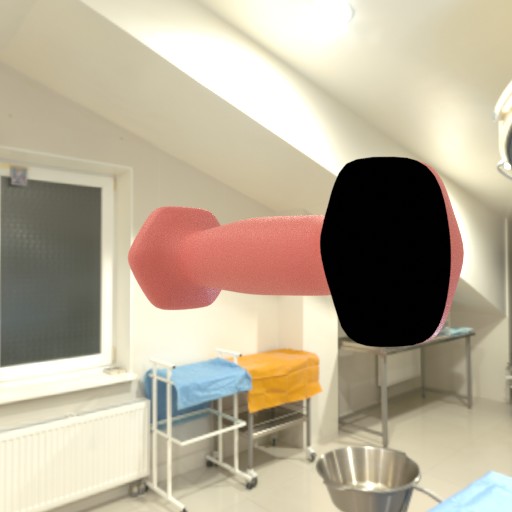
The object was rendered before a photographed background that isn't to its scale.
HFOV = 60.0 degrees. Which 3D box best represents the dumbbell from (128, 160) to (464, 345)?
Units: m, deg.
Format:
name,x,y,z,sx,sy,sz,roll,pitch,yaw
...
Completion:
name,x,y,z,sx,sy,sz,roll,pitch,yaw
dumbbell,0.000,0.000,0.144,0.047,0.043,0.123,1,-2,-35
